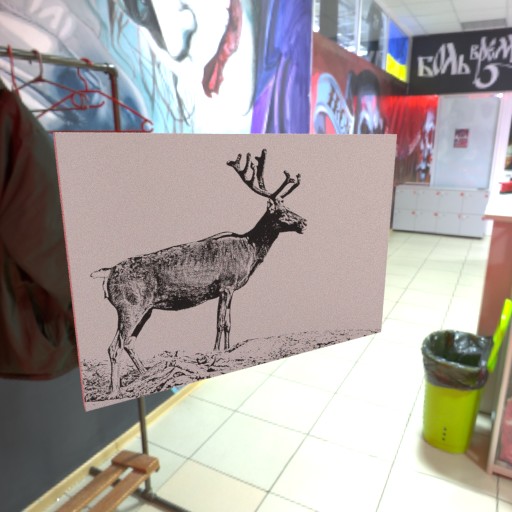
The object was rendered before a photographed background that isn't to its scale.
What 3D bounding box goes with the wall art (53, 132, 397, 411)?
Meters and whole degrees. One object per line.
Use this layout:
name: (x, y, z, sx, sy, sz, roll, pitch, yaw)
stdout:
wall art: (0.000, 0.000, 1.160, 0.906, 0.617, 0.033, -8, 17, -27)
